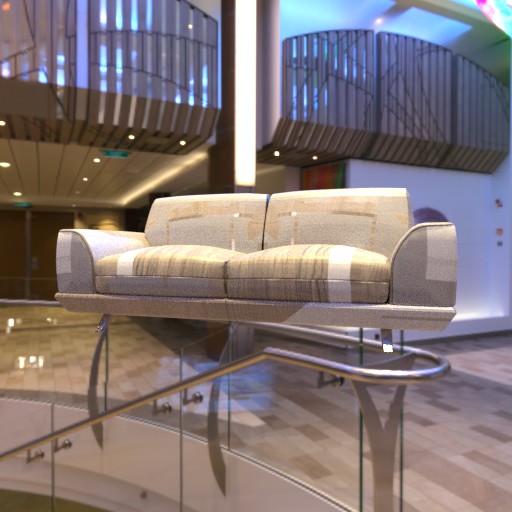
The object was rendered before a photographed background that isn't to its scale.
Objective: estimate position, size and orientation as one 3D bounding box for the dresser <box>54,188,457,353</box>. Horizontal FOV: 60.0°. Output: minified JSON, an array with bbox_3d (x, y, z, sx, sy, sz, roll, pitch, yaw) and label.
[{"bbox_3d":[0.000,0.000,5.868,4.679,1.863,2.251,0,1,18],"label":"dresser"}]
